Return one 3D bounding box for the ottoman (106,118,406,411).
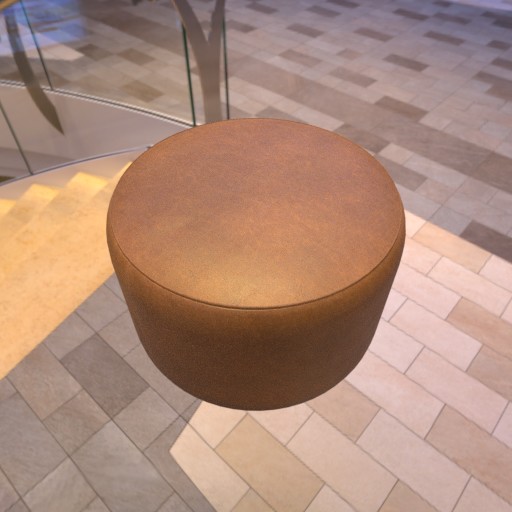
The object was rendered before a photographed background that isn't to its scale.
[{"bbox_3d":[0.000,0.000,1.021,0.607,0.438,0.607,0,47,0],"label":"ottoman"}]
